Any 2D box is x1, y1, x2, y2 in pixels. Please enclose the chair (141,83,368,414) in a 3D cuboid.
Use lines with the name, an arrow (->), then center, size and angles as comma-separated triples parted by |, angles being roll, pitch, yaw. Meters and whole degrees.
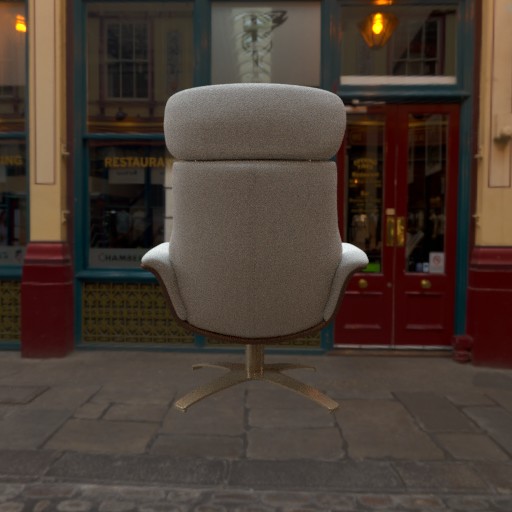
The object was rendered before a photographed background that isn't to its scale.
chair -> 0.000, 0.000, 1.637 | 0.785, 0.995, 0.837 | 0, 1, 1
